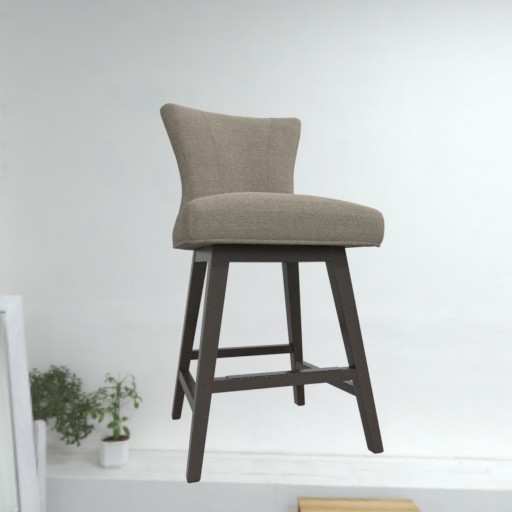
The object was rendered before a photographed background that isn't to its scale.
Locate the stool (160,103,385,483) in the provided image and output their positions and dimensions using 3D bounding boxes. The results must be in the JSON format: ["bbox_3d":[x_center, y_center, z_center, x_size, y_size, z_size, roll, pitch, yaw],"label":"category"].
[{"bbox_3d":[0.000,0.000,1.301,0.514,1.000,0.574,0,-1,-19],"label":"stool"}]
